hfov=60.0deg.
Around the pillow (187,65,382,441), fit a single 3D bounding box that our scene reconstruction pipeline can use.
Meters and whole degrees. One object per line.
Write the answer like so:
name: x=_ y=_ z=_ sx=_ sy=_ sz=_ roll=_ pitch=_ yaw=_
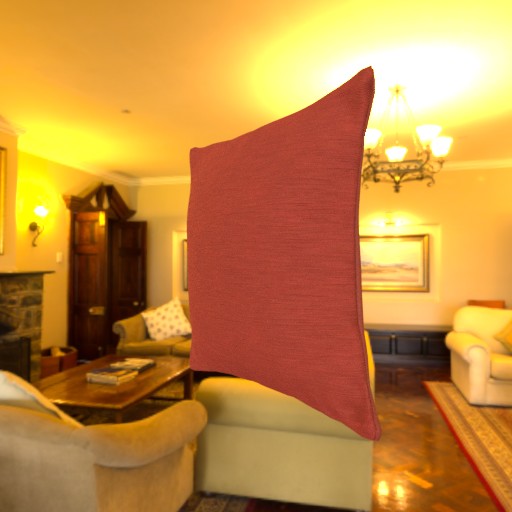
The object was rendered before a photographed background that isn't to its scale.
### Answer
pillow: x=0.000 y=0.000 z=0.657 sx=0.151 sy=0.416 sz=0.435 roll=1 pitch=-2 yaw=-36
